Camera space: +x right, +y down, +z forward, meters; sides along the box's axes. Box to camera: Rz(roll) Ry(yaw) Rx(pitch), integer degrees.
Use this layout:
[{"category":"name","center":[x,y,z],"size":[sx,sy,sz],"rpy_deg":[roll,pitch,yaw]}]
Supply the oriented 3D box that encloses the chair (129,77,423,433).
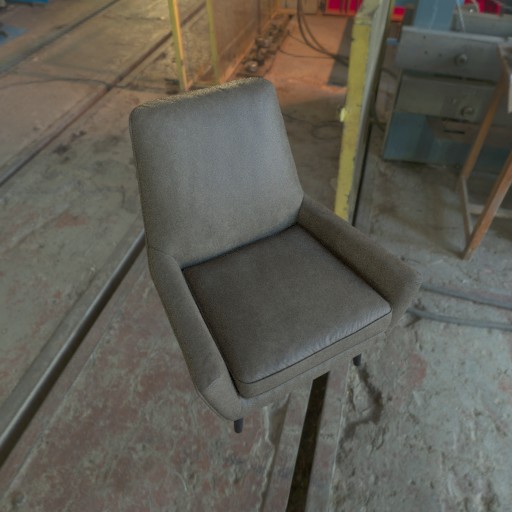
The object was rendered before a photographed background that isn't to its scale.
[{"category":"chair","center":[0.000,0.000,1.526],"size":[0.787,0.888,0.824],"rpy_deg":[-22,49,-21]}]
